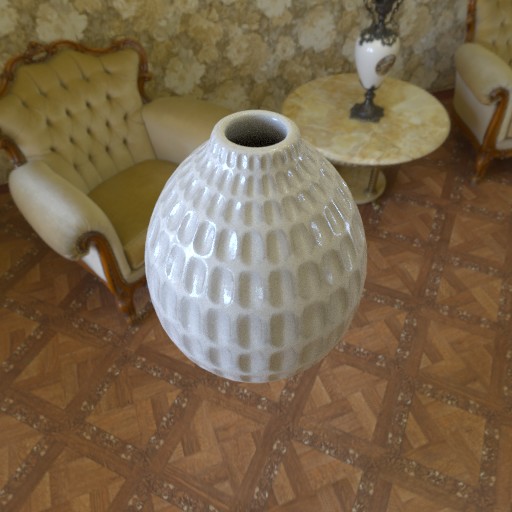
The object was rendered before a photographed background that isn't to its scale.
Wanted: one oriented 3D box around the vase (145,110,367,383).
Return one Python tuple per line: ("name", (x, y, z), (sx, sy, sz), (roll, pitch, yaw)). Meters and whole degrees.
("vase", (0.000, 0.000, 0.261), (0.128, 0.167, 0.128), (0, 46, 0))
